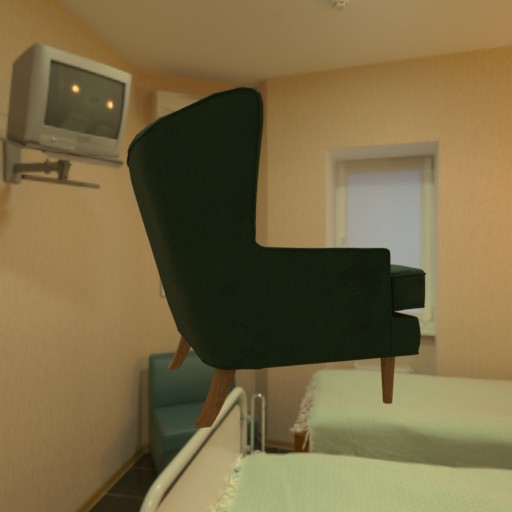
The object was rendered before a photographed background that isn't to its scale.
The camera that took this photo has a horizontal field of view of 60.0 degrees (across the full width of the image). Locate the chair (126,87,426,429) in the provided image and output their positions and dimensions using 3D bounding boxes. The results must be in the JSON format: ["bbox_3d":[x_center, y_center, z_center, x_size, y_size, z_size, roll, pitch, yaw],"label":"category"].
[{"bbox_3d":[0.000,0.000,1.633,0.910,0.952,0.793,0,1,-18],"label":"chair"}]
